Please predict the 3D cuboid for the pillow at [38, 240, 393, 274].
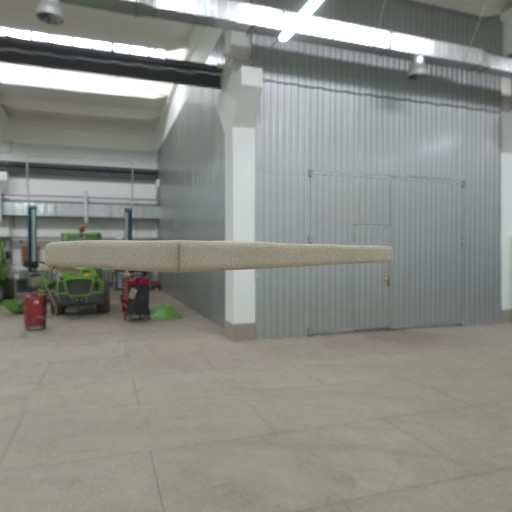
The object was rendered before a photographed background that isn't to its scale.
[{"bbox_3d":[0.000,0.000,1.383,0.492,0.081,1.187,0,1,36],"label":"pillow"}]
